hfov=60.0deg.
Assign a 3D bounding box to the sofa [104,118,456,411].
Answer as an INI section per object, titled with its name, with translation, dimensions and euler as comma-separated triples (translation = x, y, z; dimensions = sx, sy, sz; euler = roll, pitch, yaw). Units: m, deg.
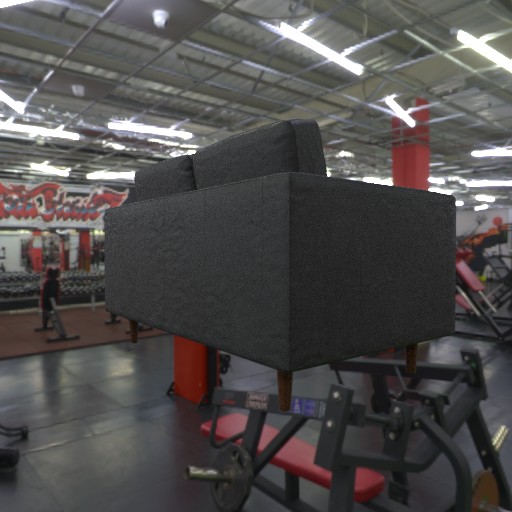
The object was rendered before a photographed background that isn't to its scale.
[sofa]
translation = 0.000, 0.000, 1.984
dimensions = 0.879, 0.899, 1.430
euler = -1, 1, -37
